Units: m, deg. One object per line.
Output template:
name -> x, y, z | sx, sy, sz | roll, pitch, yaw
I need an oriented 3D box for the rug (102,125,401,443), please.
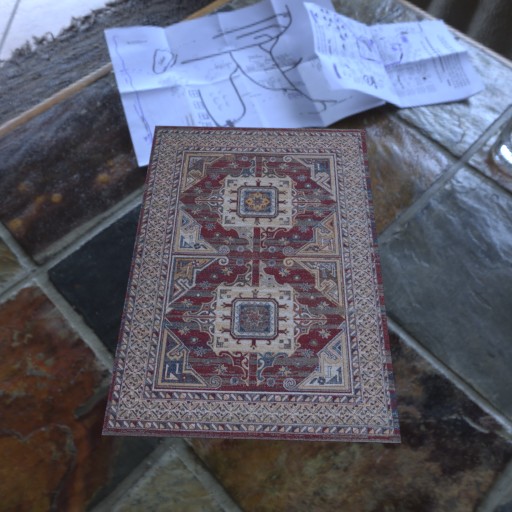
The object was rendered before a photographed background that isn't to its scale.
rug -> 0.000, 0.000, 2.878 | 1.599, 0.011, 2.210 | 1, 62, 1
